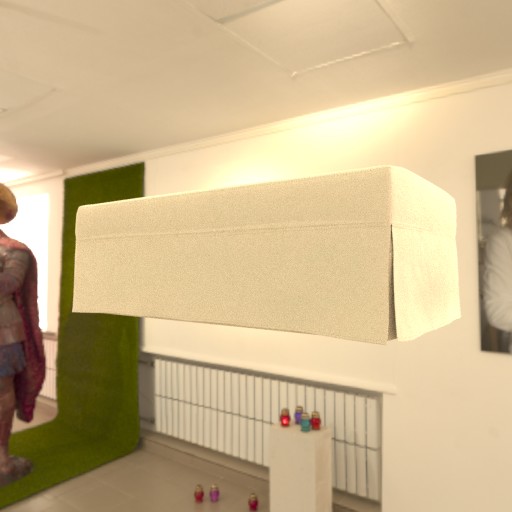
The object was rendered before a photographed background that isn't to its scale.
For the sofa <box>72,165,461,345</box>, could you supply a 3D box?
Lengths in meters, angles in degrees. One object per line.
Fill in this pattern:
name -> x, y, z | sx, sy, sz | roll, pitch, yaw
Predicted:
sofa -> 0.000, 0.000, 2.118 | 1.677, 0.552, 0.939 | -1, -2, 36
